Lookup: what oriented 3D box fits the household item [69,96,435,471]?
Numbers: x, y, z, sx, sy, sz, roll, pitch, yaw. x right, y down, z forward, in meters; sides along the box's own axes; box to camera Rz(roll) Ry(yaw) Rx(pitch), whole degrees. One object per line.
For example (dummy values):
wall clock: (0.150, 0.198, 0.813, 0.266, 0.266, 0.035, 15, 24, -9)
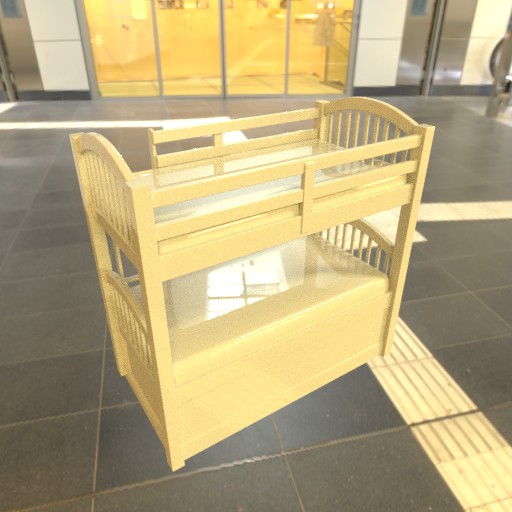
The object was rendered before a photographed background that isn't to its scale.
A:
household item: (0.000, 0.000, 3.256, 2.032, 2.032, 1.143, -18, 34, -29)
